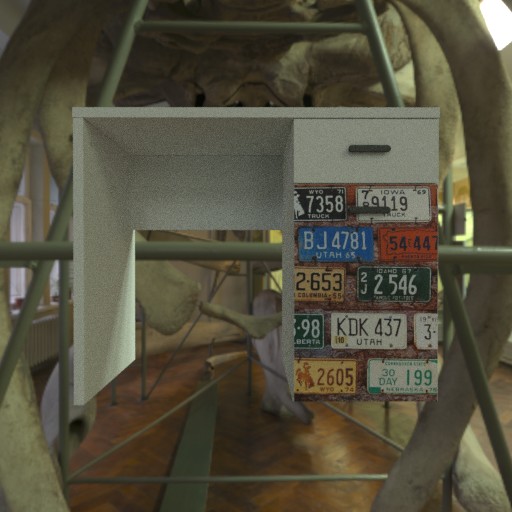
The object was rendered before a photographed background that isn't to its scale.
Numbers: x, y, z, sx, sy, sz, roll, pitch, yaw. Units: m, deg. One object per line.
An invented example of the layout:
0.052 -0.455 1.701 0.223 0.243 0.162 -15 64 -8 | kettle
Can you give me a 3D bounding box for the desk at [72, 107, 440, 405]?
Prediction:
0.000 0.000 1.313 0.898 0.730 0.482 0 0 0 | desk
